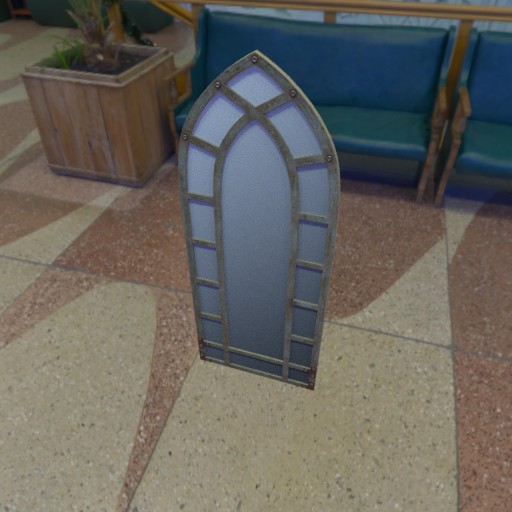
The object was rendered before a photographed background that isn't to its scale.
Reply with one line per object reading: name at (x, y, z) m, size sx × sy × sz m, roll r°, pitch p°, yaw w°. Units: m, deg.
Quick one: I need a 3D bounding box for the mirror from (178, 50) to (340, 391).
mirror at (0.000, 0.000, 1.353) m, size 0.464 × 1.175 × 0.025 m, roll 12°, pitch 41°, yaw 14°
